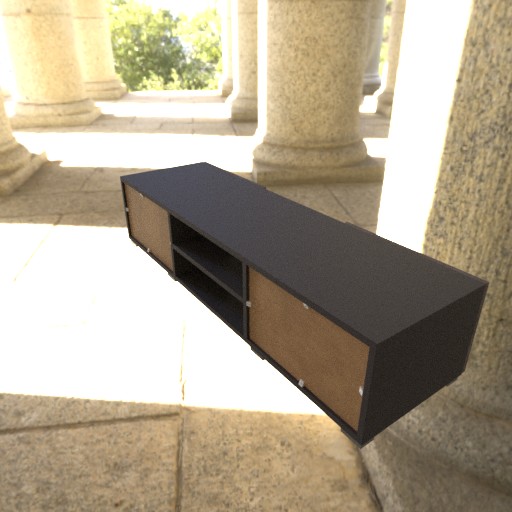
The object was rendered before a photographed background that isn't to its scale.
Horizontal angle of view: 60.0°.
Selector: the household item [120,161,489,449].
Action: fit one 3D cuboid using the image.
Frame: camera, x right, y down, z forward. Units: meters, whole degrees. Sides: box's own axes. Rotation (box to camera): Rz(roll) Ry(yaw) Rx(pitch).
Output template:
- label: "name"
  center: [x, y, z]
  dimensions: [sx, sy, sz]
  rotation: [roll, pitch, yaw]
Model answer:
- label: "household item"
  center: [0.000, 0.000, 1.564]
  dimensions: [0.420, 0.310, 1.400]
  rotation: [-18, 32, -31]
